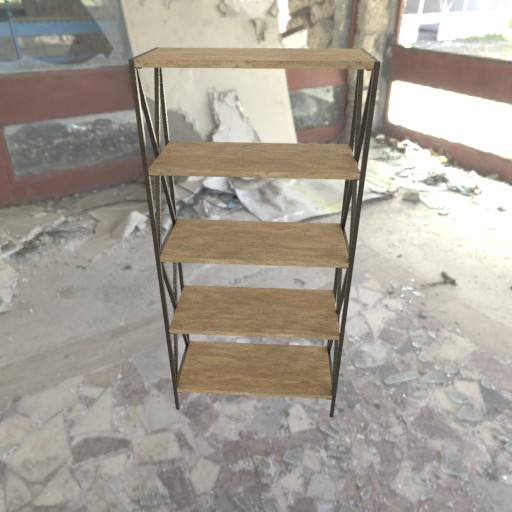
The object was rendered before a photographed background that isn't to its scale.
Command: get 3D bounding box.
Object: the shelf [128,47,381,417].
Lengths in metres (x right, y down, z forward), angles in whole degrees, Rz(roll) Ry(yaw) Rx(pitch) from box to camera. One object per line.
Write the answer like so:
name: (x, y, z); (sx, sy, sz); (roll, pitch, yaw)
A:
shelf: (0.000, 0.000, 2.158); (0.874, 1.803, 0.386); (2, 31, 3)
